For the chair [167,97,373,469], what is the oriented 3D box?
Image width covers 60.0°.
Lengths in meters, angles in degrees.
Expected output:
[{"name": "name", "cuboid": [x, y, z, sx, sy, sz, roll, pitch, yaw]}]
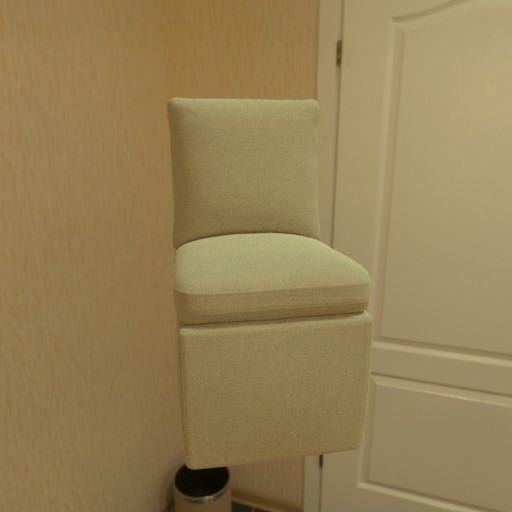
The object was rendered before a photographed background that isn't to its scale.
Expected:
[{"name": "chair", "cuboid": [0.000, 0.000, 1.338, 0.503, 0.927, 0.698, -3, 16, -10]}]
